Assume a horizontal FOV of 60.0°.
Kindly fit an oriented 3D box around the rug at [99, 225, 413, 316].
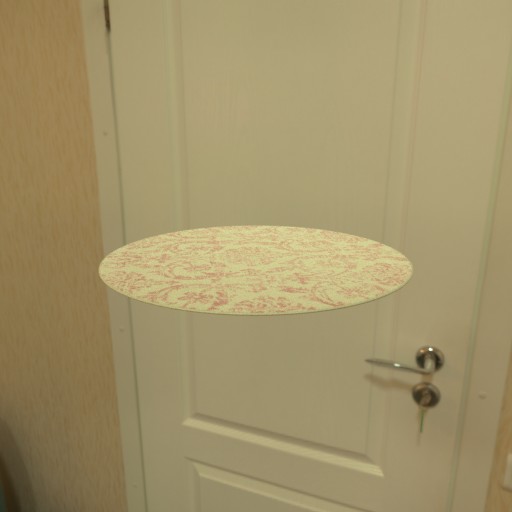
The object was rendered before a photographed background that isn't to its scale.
[{"bbox_3d":[0.000,0.000,2.370,1.593,0.012,1.593,0,15,0],"label":"rug"}]
